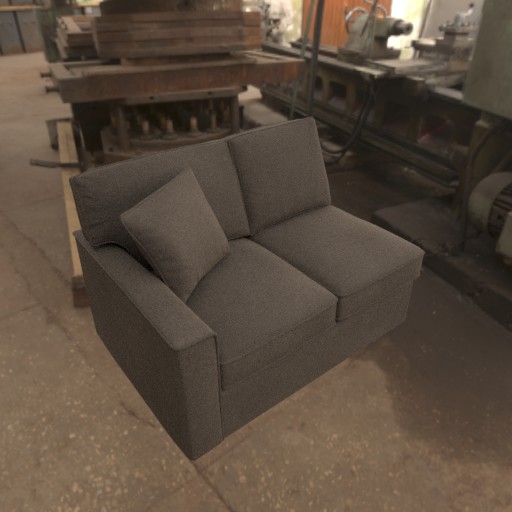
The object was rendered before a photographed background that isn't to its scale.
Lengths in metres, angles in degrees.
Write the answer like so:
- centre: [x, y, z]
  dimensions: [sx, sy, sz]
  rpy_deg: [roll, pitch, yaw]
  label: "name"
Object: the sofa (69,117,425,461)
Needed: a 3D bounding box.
- centre: [0.000, 0.000, 2.122]
  dimensions: [1.388, 0.989, 0.991]
  rpy_deg: [-22, 38, -32]
  label: "sofa"
